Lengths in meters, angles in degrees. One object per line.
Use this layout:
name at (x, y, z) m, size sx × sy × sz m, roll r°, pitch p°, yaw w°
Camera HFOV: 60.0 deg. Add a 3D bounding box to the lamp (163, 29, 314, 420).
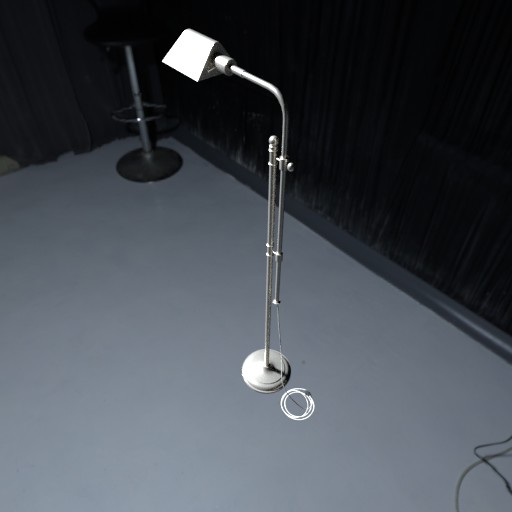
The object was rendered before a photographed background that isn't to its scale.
lamp at (0.000, 0.000, 1.821) m, size 0.256 × 1.571 × 0.813 m, roll -30°, pitch 52°, yaw -27°
